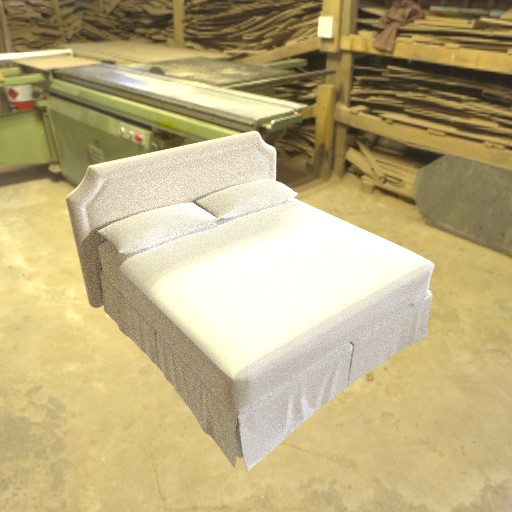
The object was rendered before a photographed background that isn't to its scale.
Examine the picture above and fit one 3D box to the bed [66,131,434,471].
[{"bbox_3d":[0.000,0.000,3.574,2.160,1.301,2.204,-22,37,-33],"label":"bed"}]
